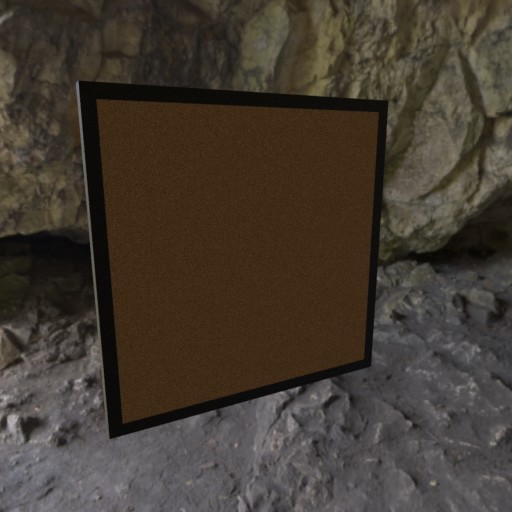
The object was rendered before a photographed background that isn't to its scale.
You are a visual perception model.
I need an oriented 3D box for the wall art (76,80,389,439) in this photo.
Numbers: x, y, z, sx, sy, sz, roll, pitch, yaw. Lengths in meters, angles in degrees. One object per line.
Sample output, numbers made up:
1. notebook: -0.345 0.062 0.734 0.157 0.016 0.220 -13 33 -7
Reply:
1. wall art: 0.000 0.000 1.101 0.765 0.765 0.038 -7 15 -26
